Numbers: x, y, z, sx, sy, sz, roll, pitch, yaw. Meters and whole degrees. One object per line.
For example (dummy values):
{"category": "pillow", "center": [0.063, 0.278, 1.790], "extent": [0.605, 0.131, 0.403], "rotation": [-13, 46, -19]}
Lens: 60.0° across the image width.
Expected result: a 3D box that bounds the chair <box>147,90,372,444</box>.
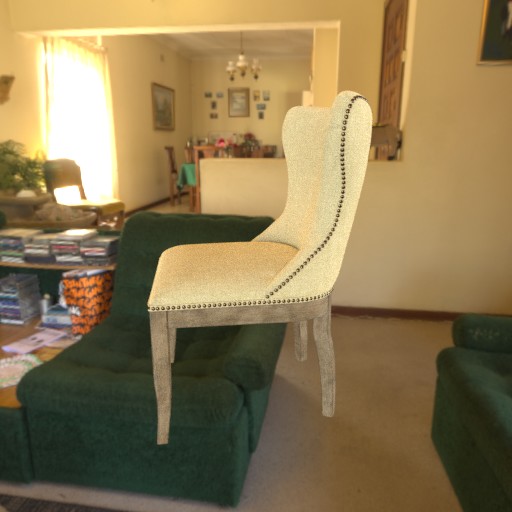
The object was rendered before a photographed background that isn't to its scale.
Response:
{"category": "chair", "center": [0.000, 0.000, 1.497], "extent": [0.681, 1.002, 0.654], "rotation": [-2, 15, -8]}
